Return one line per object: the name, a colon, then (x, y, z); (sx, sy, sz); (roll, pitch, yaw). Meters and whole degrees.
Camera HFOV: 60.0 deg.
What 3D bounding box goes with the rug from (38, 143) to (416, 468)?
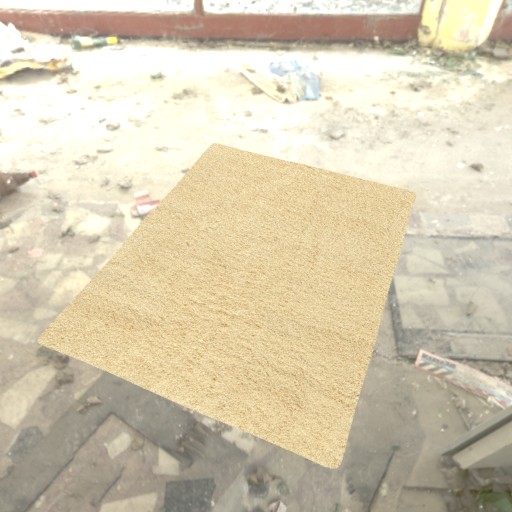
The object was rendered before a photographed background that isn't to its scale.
rug: (0.000, 0.000, 4.028); (2.401, 0.025, 3.001); (17, 49, 16)
